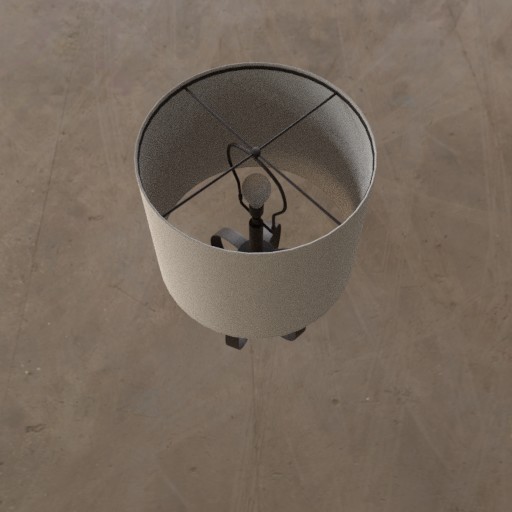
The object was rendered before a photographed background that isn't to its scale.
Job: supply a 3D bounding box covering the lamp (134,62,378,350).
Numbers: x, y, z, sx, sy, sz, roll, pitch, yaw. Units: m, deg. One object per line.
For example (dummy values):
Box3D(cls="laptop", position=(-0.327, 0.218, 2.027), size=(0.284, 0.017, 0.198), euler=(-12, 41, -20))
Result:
Box3D(cls="lamp", position=(0.000, 0.000, 0.689), size=(0.286, 0.510, 0.286), euler=(0, 64, 0))
